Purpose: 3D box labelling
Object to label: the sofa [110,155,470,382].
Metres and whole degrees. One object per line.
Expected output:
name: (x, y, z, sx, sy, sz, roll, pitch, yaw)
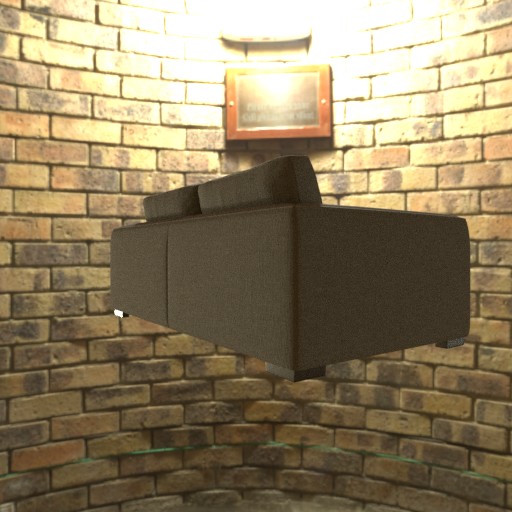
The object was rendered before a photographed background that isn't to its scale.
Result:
sofa: (0.000, 0.000, 2.463, 1.069, 0.800, 1.920, 0, 1, -35)
